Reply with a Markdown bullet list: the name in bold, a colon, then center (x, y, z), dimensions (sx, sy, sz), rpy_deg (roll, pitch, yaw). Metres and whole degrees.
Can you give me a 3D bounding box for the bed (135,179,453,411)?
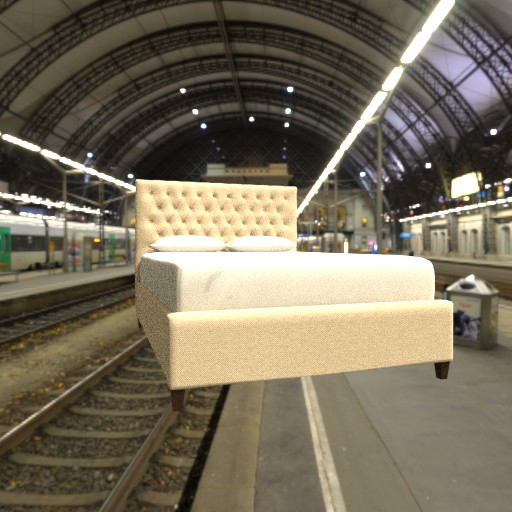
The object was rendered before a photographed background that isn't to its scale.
- **bed**: center (0.000, 0.000, 3.466), dimensions (1.698, 1.427, 2.387), rpy_deg (0, 1, -19)
